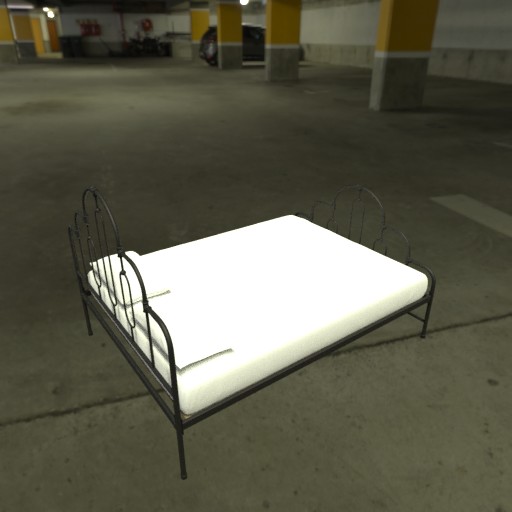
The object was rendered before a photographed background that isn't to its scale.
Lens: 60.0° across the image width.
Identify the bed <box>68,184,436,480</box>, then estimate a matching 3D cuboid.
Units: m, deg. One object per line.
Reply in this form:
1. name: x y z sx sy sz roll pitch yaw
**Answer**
1. bed: 0.000 0.000 3.232 2.163 1.429 1.640 -18 31 -32
